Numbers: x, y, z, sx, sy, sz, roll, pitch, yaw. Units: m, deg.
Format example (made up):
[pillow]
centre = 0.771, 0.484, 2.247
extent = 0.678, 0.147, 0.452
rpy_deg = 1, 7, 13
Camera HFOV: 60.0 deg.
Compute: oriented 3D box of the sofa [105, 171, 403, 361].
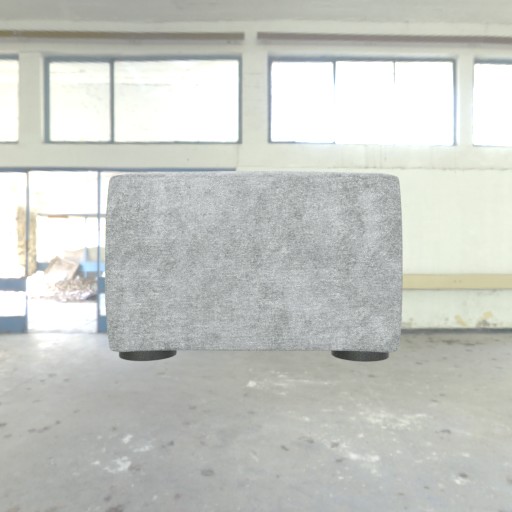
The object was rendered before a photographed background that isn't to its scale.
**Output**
[sofa]
centre = 0.000, 0.000, 1.148
extent = 0.480, 0.330, 0.930
rpy_deg = 0, 0, 1
